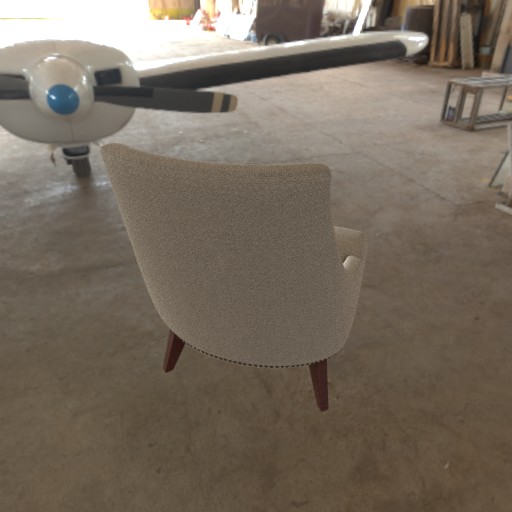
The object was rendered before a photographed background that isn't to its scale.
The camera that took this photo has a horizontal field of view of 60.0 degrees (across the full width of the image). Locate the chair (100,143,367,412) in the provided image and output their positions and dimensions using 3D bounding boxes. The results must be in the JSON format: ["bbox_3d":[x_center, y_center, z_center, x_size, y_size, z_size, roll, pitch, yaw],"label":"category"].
[{"bbox_3d":[0.000,0.000,1.492,0.701,0.909,0.861,9,32,15],"label":"chair"}]
